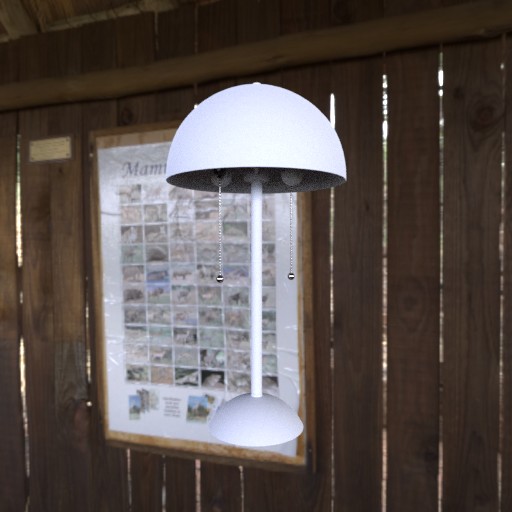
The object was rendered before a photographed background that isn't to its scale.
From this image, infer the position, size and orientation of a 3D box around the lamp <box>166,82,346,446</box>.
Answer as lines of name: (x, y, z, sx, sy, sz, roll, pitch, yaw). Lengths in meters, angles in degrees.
lamp: (0.000, 0.000, 0.429, 0.171, 0.330, 0.171, 0, 1, 0)
